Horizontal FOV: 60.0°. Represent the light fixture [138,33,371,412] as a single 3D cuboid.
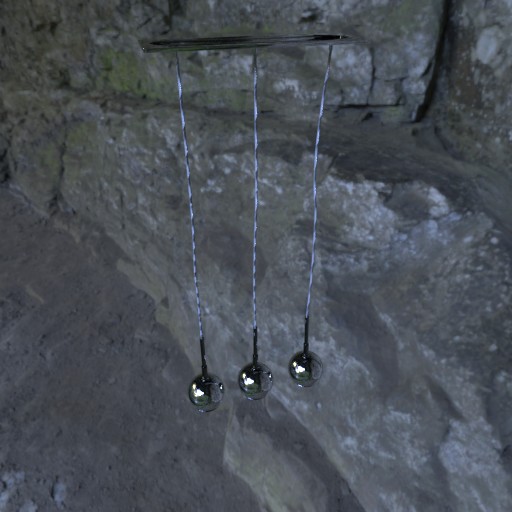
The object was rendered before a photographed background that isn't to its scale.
[{"bbox_3d":[0.000,0.000,1.596,0.623,1.408,0.188,-9,34,-14],"label":"light fixture"}]
